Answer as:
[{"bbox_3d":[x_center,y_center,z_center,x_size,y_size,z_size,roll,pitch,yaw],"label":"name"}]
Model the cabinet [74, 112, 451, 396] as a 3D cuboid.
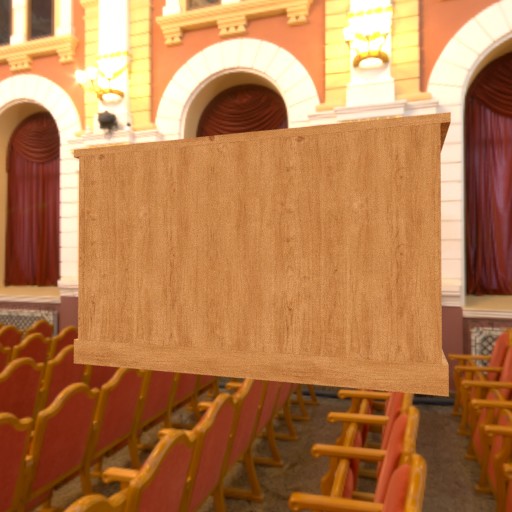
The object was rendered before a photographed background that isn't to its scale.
[{"bbox_3d":[0.000,0.000,1.677,1.321,0.810,0.432,0,-1,19],"label":"cabinet"}]
